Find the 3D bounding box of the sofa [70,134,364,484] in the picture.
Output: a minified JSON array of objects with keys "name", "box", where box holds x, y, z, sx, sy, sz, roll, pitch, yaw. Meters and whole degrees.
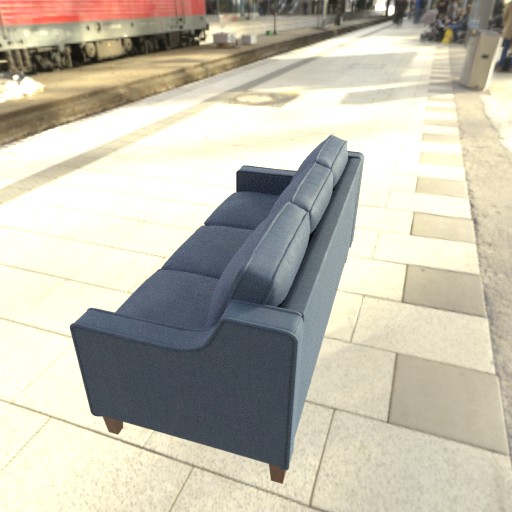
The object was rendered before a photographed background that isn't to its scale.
[{"name":"sofa","box":[0.000,0.000,2.474,0.911,0.974,1.986,9,31,15]}]
